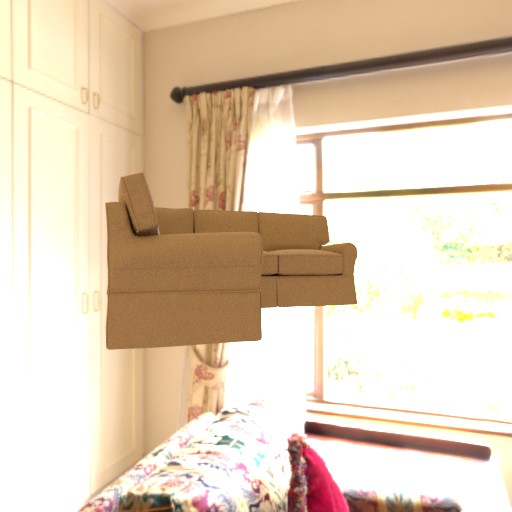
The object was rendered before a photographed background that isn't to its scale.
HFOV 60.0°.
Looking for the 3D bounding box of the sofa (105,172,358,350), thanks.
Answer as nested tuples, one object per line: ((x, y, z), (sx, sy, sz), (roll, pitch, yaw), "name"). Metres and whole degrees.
((0.000, 0.000, 4.288), (2.733, 1.124, 2.730), (0, 0, -18), "sofa")
